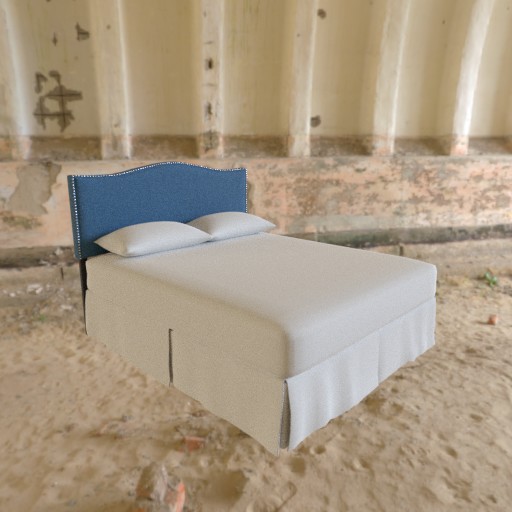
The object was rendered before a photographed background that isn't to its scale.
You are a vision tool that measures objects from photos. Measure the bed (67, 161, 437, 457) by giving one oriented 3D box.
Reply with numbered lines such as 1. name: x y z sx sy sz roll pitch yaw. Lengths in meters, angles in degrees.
1. bed: 0.000 0.000 2.890 1.872 1.169 1.610 13 19 42
